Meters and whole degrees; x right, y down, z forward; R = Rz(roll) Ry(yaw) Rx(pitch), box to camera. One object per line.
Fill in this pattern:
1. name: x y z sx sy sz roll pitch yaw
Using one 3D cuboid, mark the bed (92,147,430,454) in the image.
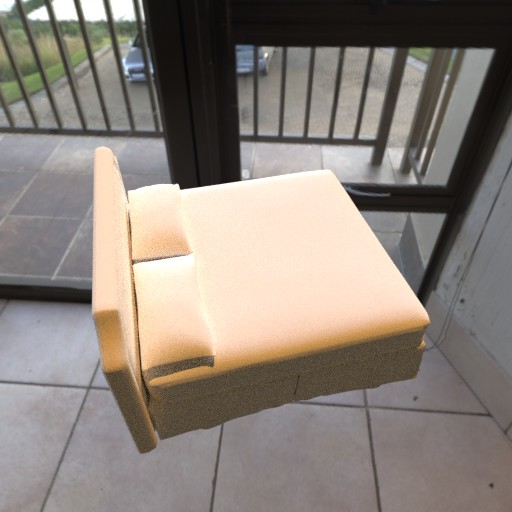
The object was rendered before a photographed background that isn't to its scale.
1. bed: 0.000 0.000 3.523 2.204 1.301 2.160 -10 45 -10
